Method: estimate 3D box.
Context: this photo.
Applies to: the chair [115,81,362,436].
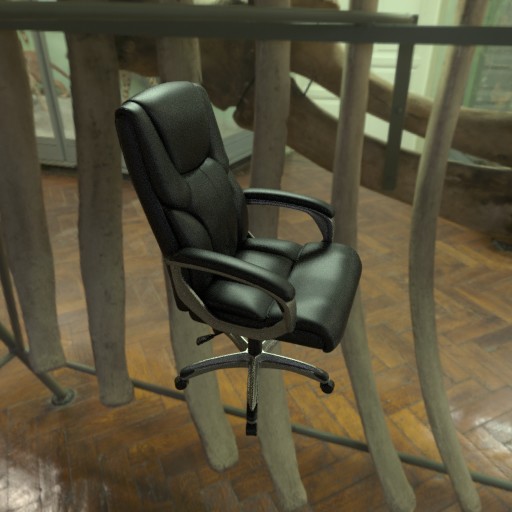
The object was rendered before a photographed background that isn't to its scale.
[{"bbox_3d":[0.000,0.000,1.627,0.739,1.155,0.663,10,31,17],"label":"chair"}]
